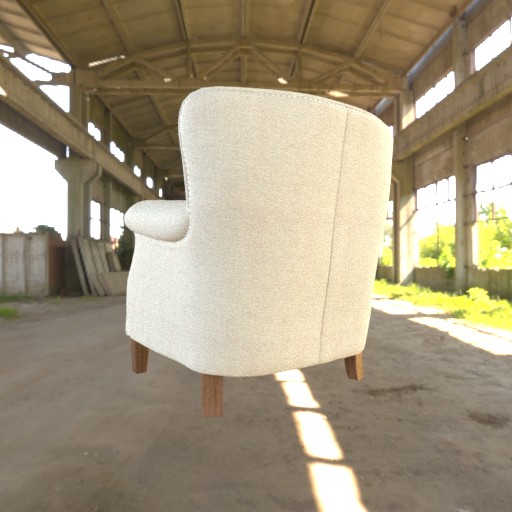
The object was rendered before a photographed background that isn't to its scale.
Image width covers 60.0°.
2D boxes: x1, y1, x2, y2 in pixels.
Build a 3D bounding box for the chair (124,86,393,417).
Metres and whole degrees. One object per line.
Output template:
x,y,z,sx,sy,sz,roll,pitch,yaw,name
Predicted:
0.000,0.000,1.669,0.861,0.936,0.921,0,0,-36,chair
